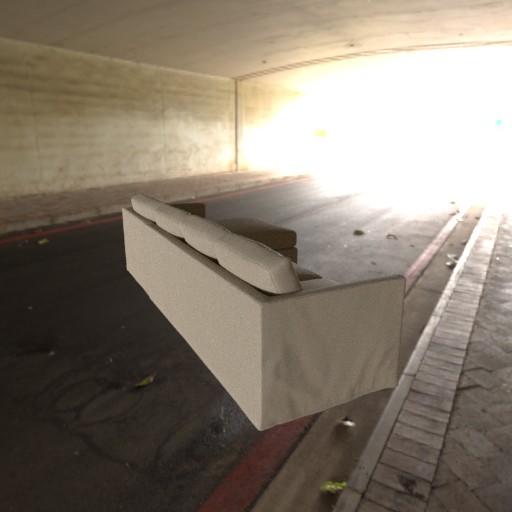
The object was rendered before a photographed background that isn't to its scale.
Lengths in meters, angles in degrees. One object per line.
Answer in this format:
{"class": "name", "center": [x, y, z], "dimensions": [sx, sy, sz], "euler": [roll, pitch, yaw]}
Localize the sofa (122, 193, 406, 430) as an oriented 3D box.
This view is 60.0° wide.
{"class": "sofa", "center": [0.000, 0.000, 3.822], "dimensions": [1.622, 0.871, 3.206], "euler": [-8, 17, -26]}
